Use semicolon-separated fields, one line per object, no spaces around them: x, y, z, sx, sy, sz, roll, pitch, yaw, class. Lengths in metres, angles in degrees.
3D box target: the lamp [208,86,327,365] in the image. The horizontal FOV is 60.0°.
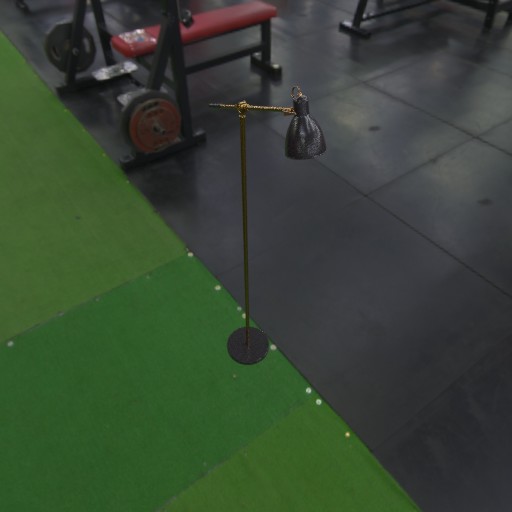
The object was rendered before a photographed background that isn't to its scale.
0.000;0.000;1.863;0.235;1.628;0.618;-26;52;-22;lamp
